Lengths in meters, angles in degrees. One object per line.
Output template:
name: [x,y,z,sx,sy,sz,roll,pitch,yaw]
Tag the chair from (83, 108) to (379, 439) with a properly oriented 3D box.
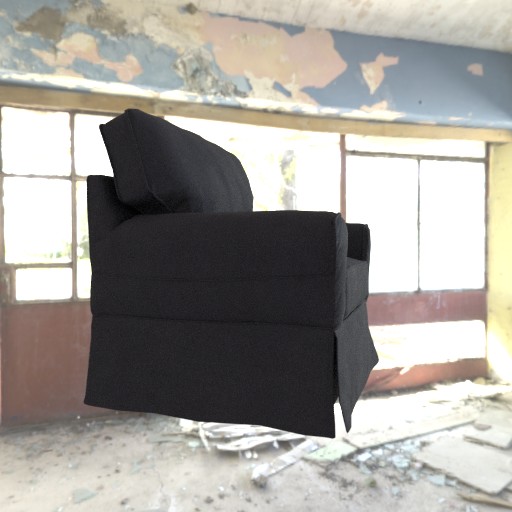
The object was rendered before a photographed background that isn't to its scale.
chair: [0.000,0.000,1.977,1.002,1.140,1.119,1,2,20]
